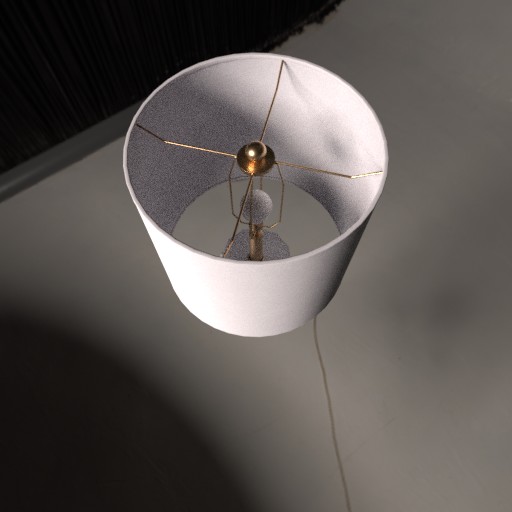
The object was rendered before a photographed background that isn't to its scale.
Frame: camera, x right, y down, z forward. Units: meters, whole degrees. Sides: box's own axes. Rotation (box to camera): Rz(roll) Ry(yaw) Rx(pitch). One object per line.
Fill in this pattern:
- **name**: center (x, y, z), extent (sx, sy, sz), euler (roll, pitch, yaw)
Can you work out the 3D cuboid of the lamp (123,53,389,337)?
- **lamp**: center (0.000, 0.000, 0.706), extent (0.277, 0.537, 0.277), euler (-35, 69, -15)
